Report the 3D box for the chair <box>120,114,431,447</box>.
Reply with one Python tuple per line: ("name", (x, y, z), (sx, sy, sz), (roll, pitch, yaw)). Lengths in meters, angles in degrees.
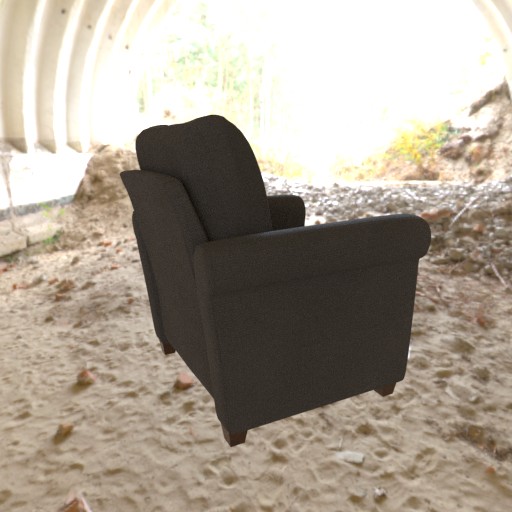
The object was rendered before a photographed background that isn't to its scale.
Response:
("chair", (0.000, 0.000, 1.627), (0.828, 0.942, 0.867), (-7, 15, -27))
